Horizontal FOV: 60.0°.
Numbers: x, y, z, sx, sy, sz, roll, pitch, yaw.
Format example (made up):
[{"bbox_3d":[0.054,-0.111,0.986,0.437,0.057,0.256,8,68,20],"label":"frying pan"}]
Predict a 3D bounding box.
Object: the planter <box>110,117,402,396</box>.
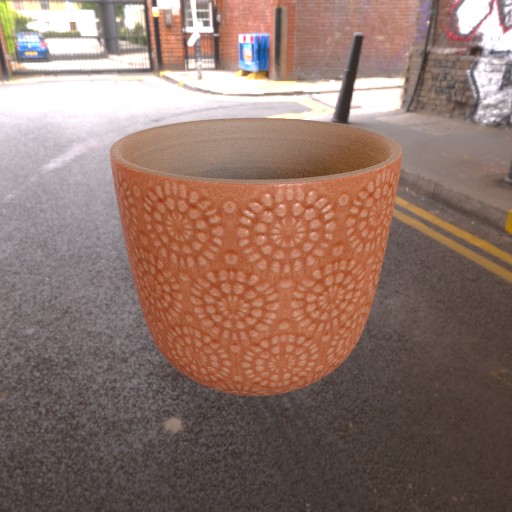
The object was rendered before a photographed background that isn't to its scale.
[{"bbox_3d":[0.000,0.000,0.369,0.208,0.190,0.208,0,26,0],"label":"planter"}]
